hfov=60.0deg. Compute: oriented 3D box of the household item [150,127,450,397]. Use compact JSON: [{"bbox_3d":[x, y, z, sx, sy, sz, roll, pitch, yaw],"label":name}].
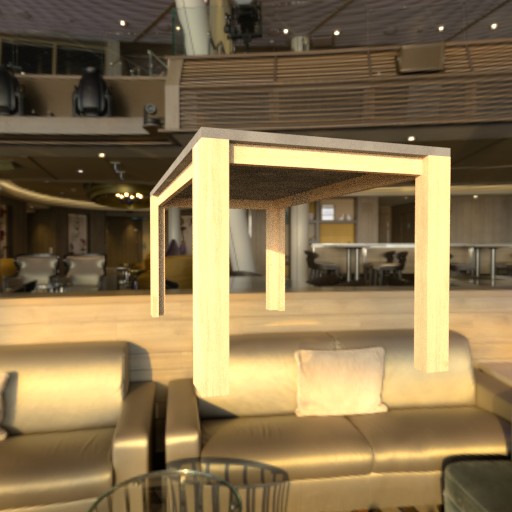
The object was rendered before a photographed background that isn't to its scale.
[{"bbox_3d":[0.000,0.000,2.127,0.850,0.755,1.600,0,1,-18],"label":"household item"}]
